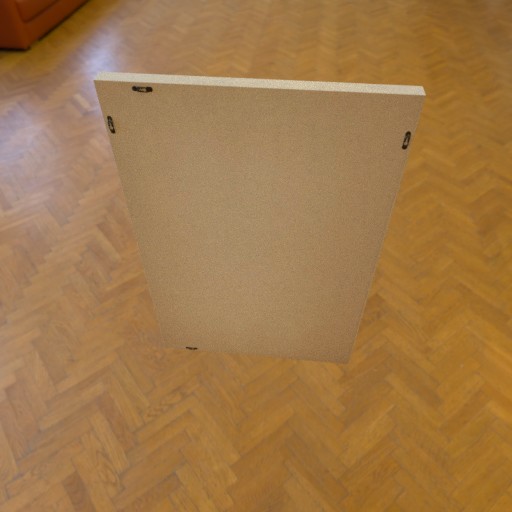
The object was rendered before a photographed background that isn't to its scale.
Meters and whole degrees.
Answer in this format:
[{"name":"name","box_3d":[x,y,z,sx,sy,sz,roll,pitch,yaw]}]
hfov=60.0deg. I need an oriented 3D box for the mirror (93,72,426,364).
[{"name":"mirror","box_3d":[0.000,0.000,1.146,0.609,0.915,0.041,4,46,4]}]
